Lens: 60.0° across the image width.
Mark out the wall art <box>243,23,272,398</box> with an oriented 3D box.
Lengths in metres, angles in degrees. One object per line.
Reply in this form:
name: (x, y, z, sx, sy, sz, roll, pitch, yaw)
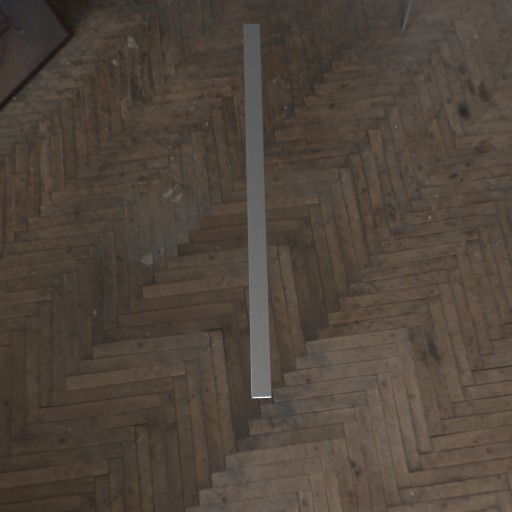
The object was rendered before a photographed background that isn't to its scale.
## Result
wall art: (0.000, 0.000, 1.406, 0.037, 1.062, 0.801, -1, 75, 0)
